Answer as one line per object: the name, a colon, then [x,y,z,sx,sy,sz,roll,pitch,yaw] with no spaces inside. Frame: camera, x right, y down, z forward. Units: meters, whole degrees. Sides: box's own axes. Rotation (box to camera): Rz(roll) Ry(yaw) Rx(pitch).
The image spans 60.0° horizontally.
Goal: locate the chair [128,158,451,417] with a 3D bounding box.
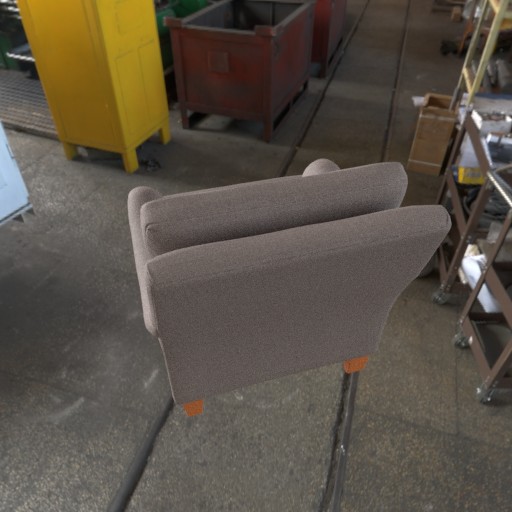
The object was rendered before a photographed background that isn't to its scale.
chair: [0.000,0.000,1.848,0.955,1.038,1.070,-11,42,-13]
